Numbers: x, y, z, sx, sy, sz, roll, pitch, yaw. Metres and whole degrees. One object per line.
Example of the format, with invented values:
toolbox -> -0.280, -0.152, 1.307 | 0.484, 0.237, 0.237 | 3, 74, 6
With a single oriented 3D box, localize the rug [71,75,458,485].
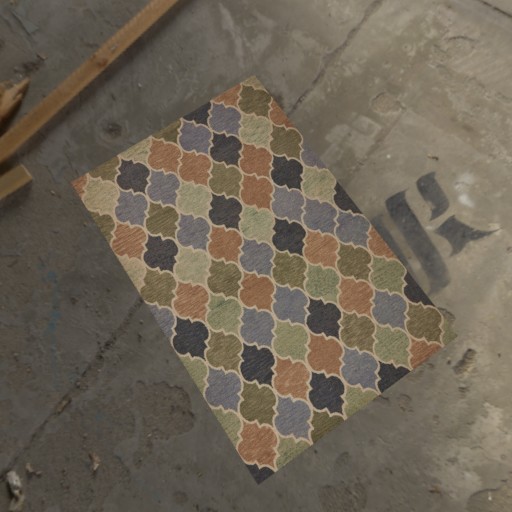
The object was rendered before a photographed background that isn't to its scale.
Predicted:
rug -> 0.000, 0.000, 2.332 | 1.216, 0.006, 1.828 | -33, 78, -8
